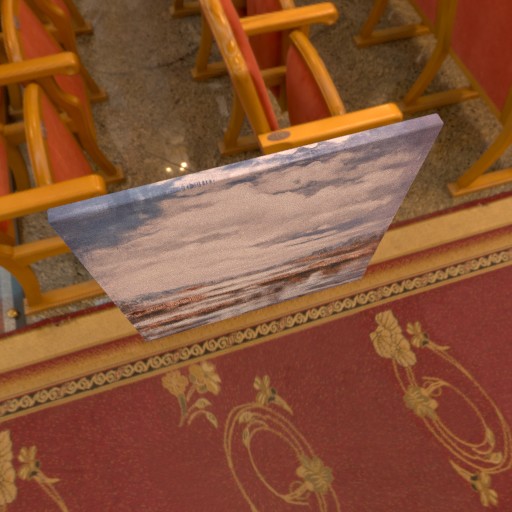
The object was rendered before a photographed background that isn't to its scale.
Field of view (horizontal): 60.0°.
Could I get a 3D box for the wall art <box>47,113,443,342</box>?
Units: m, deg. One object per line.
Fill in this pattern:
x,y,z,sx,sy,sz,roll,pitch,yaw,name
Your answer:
0.000,0.000,1.546,1.010,1.020,0.040,-16,65,-8,wall art
